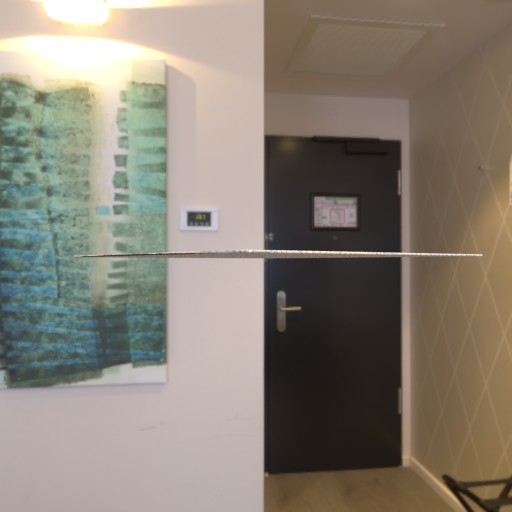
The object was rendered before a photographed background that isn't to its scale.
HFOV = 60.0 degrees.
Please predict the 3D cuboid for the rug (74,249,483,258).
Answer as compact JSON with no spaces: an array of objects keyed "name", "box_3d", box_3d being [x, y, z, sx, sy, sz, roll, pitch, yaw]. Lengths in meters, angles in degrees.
[{"name":"rug","box_3d":[0.000,0.000,4.173,2.457,0.015,3.049,1,-1,-38]}]
